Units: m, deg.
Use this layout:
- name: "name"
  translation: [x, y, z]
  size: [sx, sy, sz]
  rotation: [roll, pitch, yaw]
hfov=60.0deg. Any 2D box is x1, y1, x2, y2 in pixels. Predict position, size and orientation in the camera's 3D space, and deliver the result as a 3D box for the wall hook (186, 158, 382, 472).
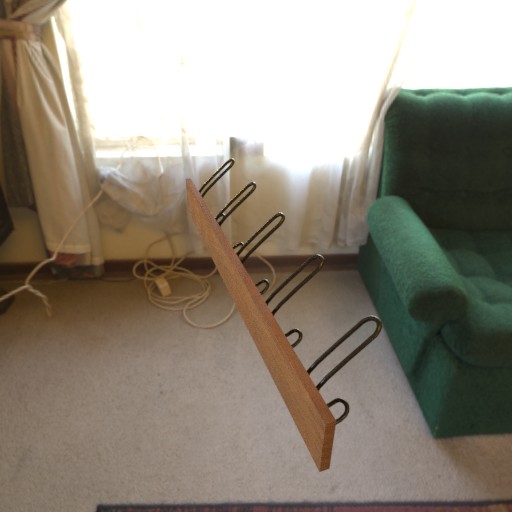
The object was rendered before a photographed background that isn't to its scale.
- name: "wall hook"
  translation: [0.000, 0.000, 0.594]
  size: [0.076, 0.116, 0.554]
  rotation: [-10, 33, -16]
